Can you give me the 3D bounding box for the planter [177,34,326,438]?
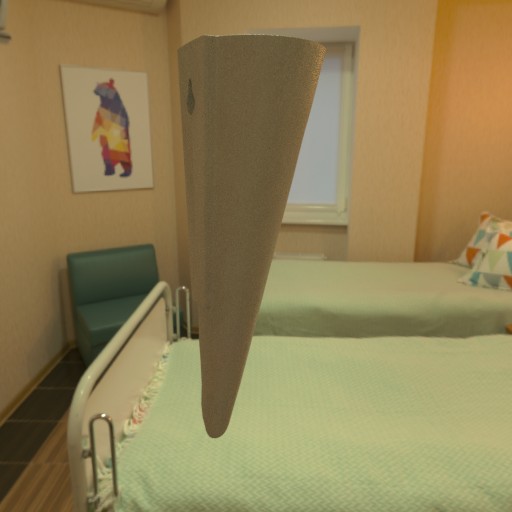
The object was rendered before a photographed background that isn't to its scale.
[{"bbox_3d":[0.000,0.000,0.222,0.064,0.191,0.057,-8,16,-27],"label":"planter"}]
